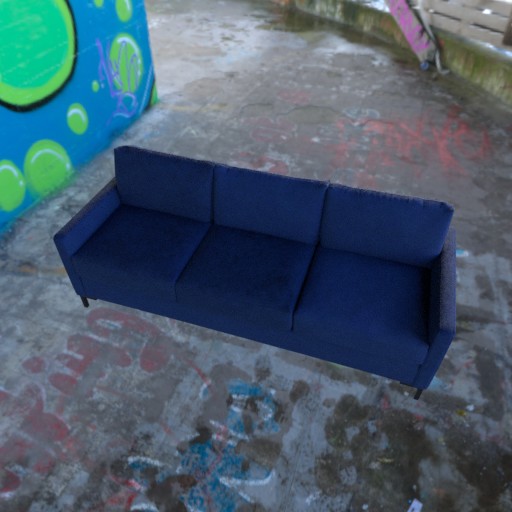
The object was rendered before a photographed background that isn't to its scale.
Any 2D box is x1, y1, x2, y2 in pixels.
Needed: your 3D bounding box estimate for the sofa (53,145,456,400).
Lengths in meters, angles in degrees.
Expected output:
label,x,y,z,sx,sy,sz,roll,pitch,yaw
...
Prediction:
label,x,y,z,sx,sy,sz,roll,pitch,yaw
sofa,0.000,0.000,2.714,2.252,0.879,0.875,13,44,13
